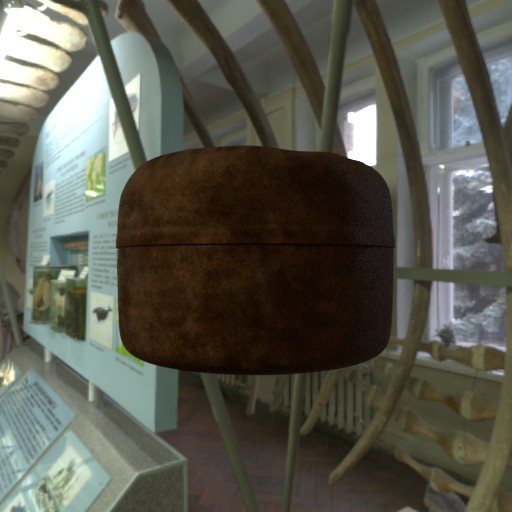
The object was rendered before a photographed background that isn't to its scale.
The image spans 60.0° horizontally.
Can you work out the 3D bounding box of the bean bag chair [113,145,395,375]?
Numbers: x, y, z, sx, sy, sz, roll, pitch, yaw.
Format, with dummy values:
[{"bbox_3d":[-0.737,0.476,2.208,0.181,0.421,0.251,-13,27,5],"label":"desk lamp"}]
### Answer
[{"bbox_3d":[0.000,0.000,1.525,0.918,0.616,0.918,0,-1,0],"label":"bean bag chair"}]
